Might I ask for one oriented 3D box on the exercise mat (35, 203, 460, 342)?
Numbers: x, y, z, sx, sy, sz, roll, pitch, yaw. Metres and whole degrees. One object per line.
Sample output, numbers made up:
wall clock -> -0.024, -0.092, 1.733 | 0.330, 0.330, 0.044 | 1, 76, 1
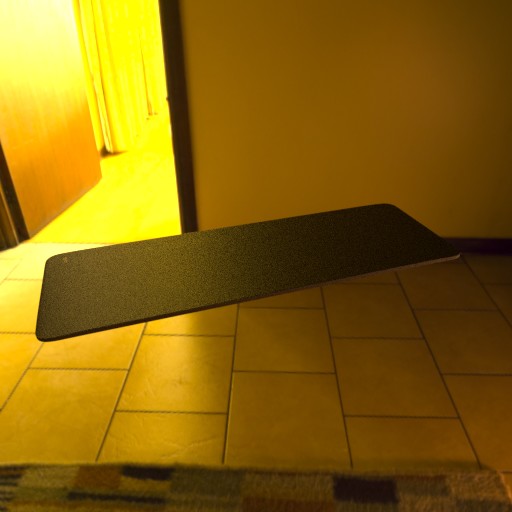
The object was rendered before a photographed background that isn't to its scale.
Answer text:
exercise mat -> 0.000, 0.000, 2.072 | 1.869, 0.021, 0.616 | -10, 33, -16
